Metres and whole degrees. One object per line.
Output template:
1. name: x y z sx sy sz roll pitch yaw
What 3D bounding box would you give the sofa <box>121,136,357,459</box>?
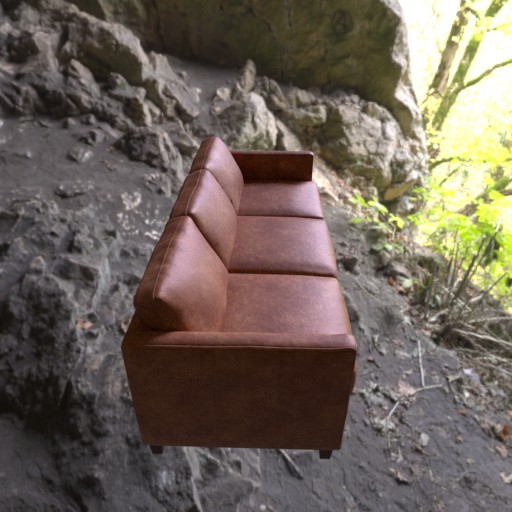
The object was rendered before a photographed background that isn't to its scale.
1. sofa: 0.000 0.000 2.990 1.045 1.006 2.464 1 32 2
